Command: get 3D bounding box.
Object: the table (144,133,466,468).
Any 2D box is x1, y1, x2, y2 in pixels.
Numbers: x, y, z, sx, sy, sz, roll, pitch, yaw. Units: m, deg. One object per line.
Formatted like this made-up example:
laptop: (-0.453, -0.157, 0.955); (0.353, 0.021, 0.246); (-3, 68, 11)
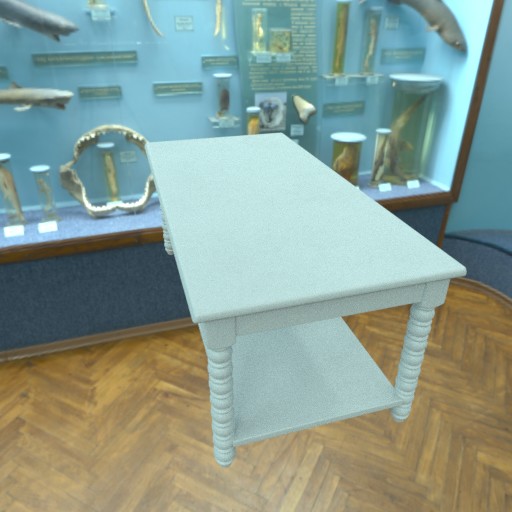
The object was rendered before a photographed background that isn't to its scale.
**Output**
table: (0.000, 0.000, 1.450); (0.580, 0.487, 1.171); (-8, 31, -14)
